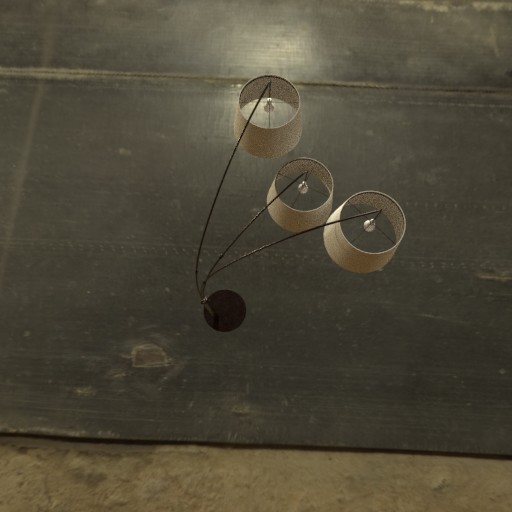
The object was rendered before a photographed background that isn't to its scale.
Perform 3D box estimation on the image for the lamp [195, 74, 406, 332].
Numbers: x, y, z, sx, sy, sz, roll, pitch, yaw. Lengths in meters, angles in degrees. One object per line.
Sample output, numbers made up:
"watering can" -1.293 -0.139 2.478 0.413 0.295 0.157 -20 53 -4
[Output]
"lamp" 0.000 0.000 2.503 0.924 1.950 0.951 -35 78 -8
